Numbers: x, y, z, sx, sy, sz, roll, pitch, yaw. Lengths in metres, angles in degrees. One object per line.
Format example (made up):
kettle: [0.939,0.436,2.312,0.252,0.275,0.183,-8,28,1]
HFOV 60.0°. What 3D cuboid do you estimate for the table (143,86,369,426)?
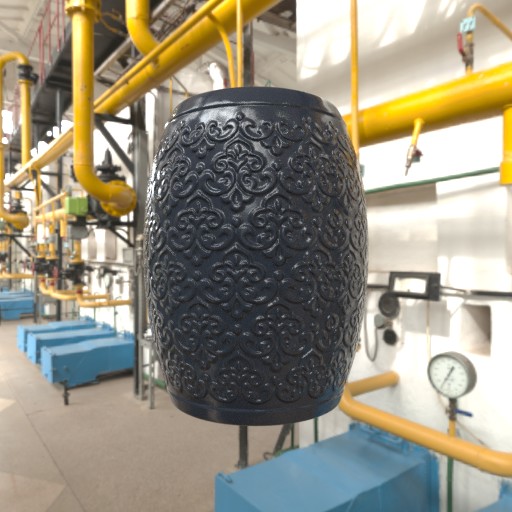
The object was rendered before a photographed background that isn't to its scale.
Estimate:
table: [0.000,0.000,0.627,0.309,0.397,0.309,0,0,0]
